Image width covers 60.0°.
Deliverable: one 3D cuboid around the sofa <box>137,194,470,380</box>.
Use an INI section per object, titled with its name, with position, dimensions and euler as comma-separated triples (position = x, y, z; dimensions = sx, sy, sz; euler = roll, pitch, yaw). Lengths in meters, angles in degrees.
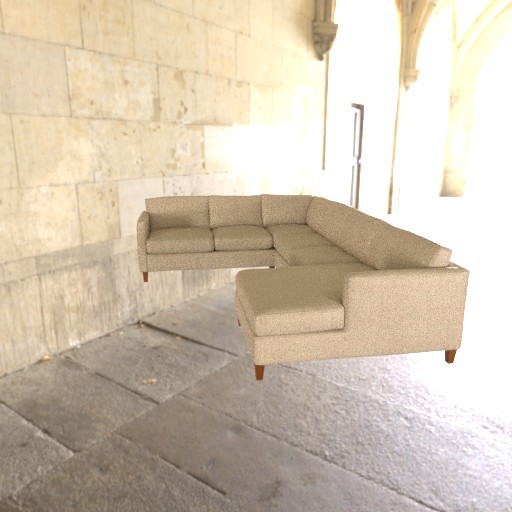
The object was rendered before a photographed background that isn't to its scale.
[sofa]
position = 0.000, 0.000, 4.644
dimensions = 2.594, 0.961, 3.460
euler = -2, 14, -9
